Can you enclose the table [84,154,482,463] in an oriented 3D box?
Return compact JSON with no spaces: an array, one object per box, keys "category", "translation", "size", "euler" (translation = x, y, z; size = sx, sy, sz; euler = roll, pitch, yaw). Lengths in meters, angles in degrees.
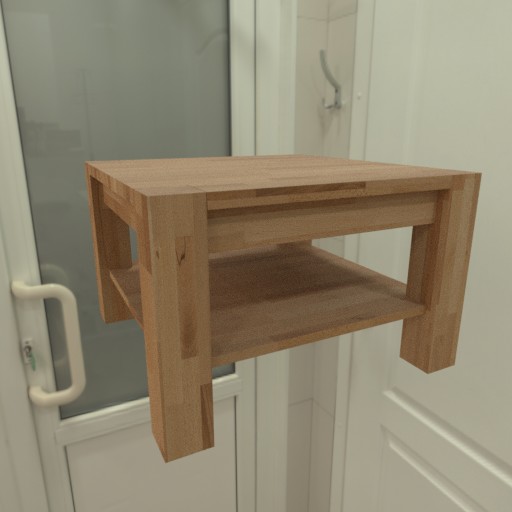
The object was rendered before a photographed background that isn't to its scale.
[{"category":"table","translation":[0.000,0.000,1.132],"size":[0.700,0.451,0.700],"euler":[-8,18,-26]}]
